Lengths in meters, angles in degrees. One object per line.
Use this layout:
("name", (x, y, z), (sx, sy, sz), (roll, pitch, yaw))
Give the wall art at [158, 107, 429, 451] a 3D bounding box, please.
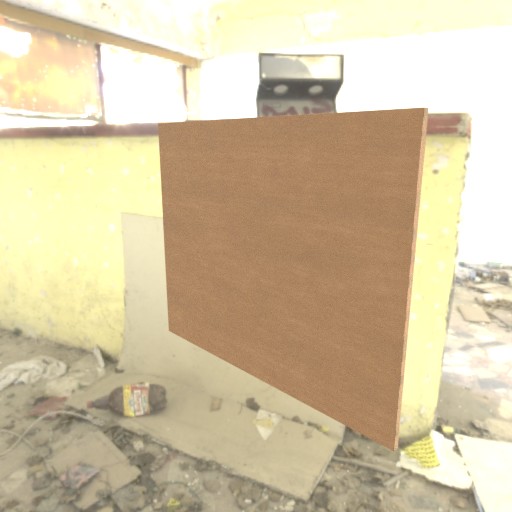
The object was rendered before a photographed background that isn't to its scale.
("wall art", (0.000, 0.000, 0.684), (0.010, 0.408, 0.508), (-13, 19, -42))
